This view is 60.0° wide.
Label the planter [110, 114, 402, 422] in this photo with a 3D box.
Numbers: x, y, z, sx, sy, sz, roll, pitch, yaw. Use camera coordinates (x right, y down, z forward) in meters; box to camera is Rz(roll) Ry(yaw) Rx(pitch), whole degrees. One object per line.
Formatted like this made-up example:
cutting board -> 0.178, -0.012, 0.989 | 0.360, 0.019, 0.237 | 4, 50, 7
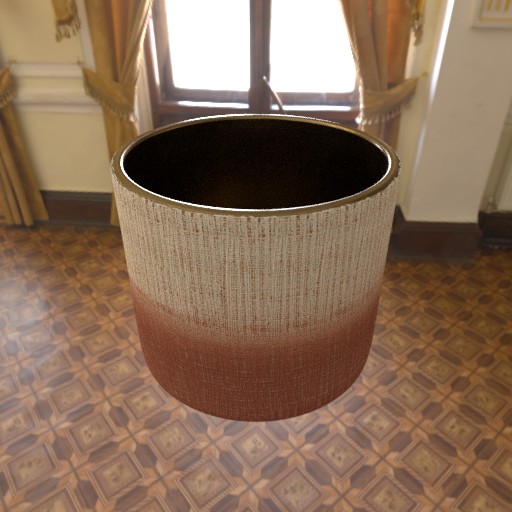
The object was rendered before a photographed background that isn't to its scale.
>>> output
planter -> 0.000, 0.000, 0.451 | 0.254, 0.221, 0.254 | 0, 33, 0
